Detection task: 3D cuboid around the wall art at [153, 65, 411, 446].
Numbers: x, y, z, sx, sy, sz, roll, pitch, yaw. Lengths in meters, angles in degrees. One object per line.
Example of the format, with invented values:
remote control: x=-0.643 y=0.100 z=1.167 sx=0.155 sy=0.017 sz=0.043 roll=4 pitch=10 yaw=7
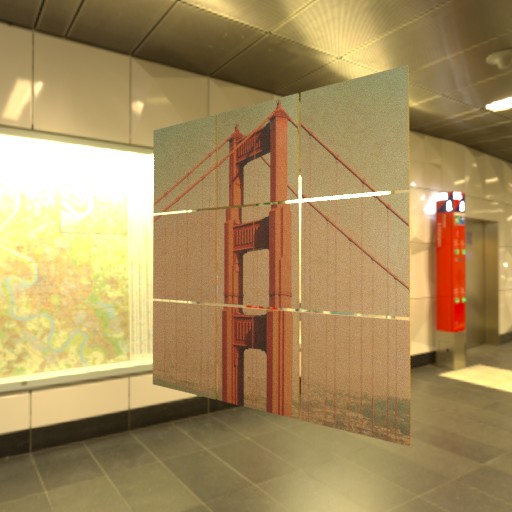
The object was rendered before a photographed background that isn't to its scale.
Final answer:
wall art: x=0.000 y=0.000 z=1.777 sx=1.214 sy=1.219 sz=0.013 roll=-1 pitch=-1 yaw=36
